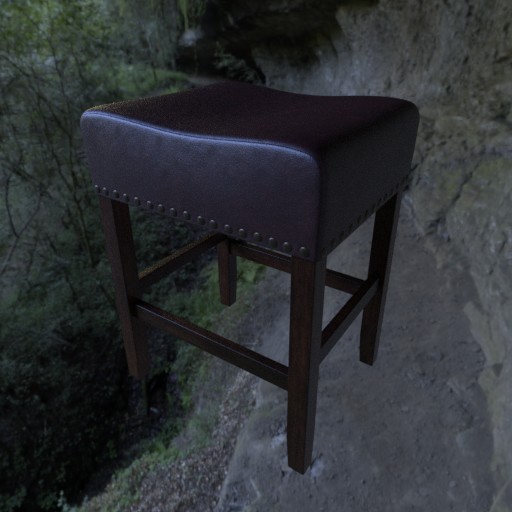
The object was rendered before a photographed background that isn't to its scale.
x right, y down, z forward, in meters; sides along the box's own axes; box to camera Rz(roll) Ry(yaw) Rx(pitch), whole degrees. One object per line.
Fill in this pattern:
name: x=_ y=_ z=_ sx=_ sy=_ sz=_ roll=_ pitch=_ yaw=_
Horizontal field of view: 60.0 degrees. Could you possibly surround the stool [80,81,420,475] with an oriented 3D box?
stool: x=0.000 y=0.000 z=0.910 sx=0.465 sy=0.608 sz=0.397 roll=18 pitch=34 yaw=29
